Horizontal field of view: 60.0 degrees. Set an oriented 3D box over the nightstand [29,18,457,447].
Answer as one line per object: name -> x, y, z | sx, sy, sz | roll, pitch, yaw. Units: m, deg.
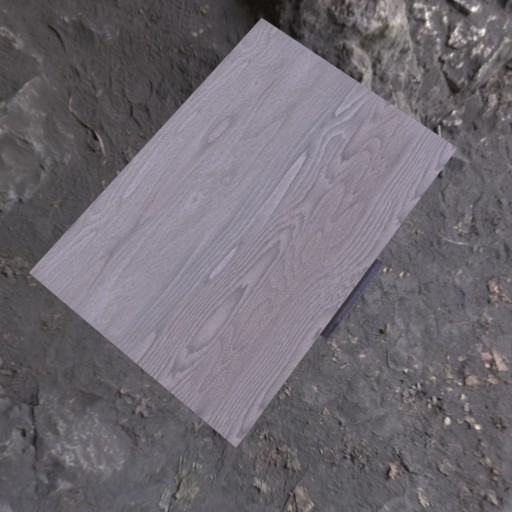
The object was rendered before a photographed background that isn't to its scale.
nightstand -> 0.000, 0.000, 0.757 | 0.325, 0.461, 0.442 | 37, 80, 8
